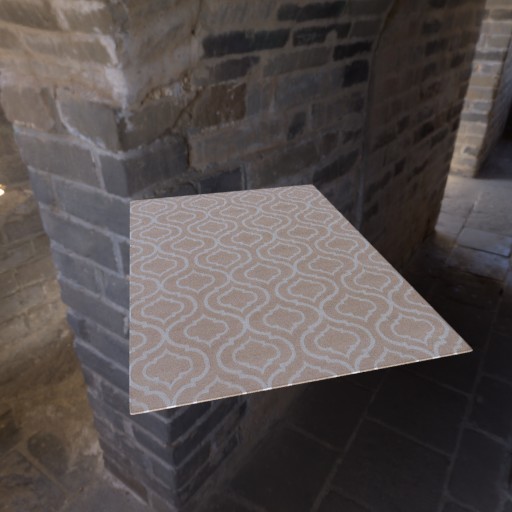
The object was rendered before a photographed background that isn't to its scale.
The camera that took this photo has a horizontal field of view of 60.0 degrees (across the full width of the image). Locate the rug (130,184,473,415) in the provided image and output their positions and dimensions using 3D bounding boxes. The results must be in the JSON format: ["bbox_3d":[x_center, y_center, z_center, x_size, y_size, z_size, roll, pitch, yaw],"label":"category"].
[{"bbox_3d":[0.000,0.000,2.761,1.524,0.010,2.134,-7,31,-12],"label":"rug"}]
